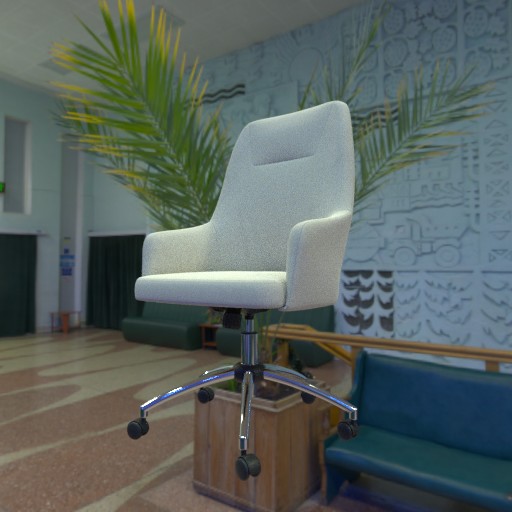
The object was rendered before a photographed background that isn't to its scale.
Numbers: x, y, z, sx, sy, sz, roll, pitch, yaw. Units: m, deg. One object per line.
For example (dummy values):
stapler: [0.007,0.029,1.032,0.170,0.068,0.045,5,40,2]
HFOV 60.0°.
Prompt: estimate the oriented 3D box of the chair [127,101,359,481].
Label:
chair: [0.000,0.000,1.397,0.620,1.049,0.640,-1,-2,38]
